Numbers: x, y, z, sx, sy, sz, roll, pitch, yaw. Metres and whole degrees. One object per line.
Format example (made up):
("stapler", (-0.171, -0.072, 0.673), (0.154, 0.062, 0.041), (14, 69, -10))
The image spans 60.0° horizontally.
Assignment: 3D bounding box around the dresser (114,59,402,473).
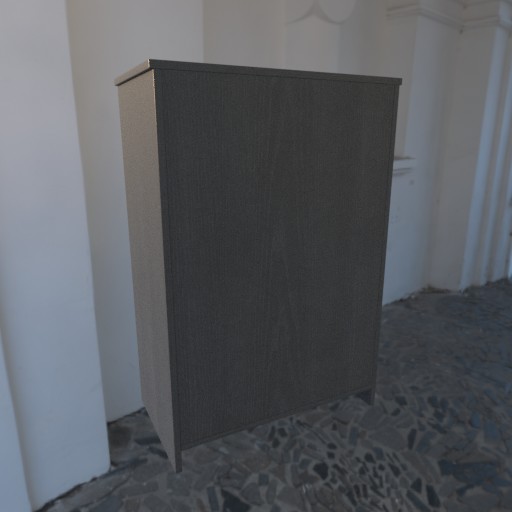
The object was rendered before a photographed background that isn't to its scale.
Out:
("dresser", (0.000, 0.000, 1.365), (0.700, 1.020, 0.398), (-8, 17, -26))
